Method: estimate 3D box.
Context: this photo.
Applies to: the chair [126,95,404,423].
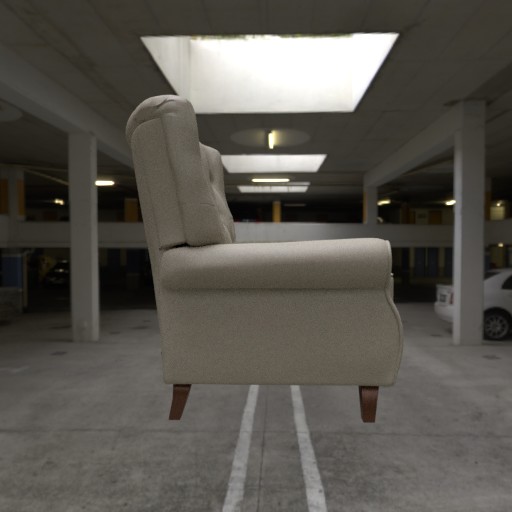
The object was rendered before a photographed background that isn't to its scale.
[{"bbox_3d":[0.000,0.000,1.905,1.059,1.158,0.943,0,2,2],"label":"chair"}]
